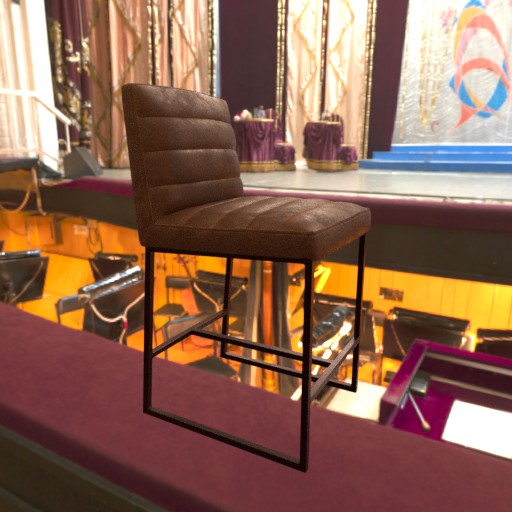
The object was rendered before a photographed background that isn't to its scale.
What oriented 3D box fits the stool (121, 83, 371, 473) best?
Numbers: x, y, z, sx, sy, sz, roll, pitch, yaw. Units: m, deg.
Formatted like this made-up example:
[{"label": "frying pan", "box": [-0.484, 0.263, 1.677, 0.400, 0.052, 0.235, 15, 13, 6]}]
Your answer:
[{"label": "stool", "box": [0.000, 0.000, 1.283, 0.562, 0.942, 0.463, 7, 15, 28]}]
